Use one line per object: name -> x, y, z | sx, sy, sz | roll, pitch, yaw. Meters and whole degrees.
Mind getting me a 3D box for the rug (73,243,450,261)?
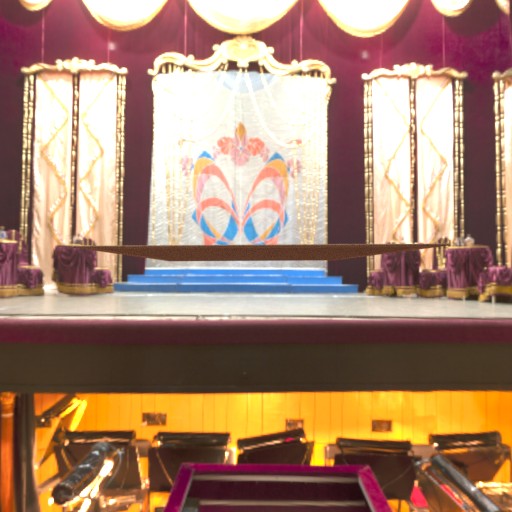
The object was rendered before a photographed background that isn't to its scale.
rug -> 0.000, 0.000, 2.208 | 1.141, 0.015, 1.749 | 0, -2, -2
